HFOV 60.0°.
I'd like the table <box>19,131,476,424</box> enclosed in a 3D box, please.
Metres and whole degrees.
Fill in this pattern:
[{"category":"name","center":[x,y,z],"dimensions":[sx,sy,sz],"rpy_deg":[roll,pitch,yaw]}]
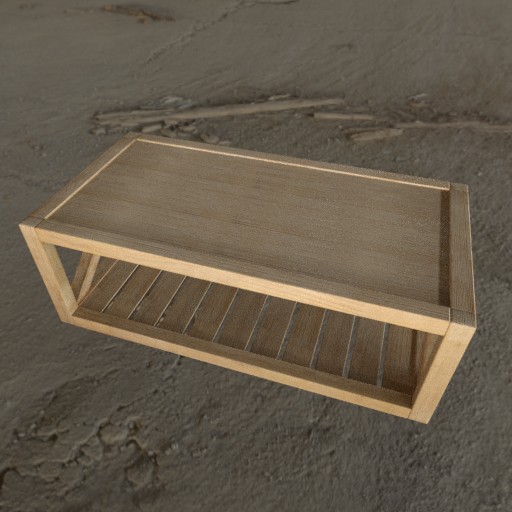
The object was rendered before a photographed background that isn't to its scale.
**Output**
[{"category":"table","center":[0.000,0.000,1.581],"dimensions":[1.321,0.457,0.660],"rpy_deg":[12,43,13]}]
